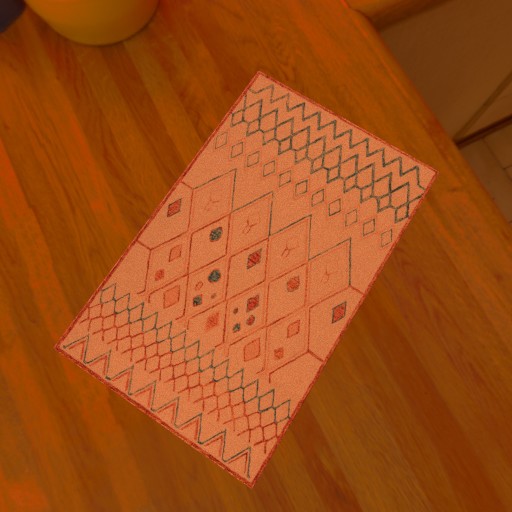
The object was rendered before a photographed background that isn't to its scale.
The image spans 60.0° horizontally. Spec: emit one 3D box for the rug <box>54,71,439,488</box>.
[{"bbox_3d":[0.000,0.000,2.998,1.524,0.015,2.438,32,78,7],"label":"rug"}]
